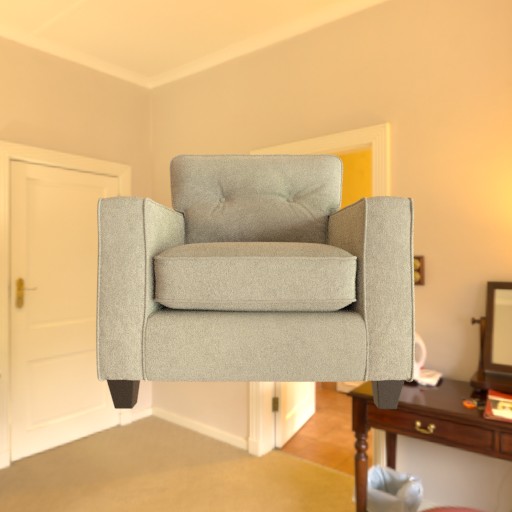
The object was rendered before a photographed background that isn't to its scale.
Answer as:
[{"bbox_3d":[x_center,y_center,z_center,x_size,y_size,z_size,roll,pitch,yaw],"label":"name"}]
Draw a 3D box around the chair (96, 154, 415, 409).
[{"bbox_3d":[0.000,0.000,1.811,1.015,0.965,0.939,0,0,0],"label":"chair"}]
